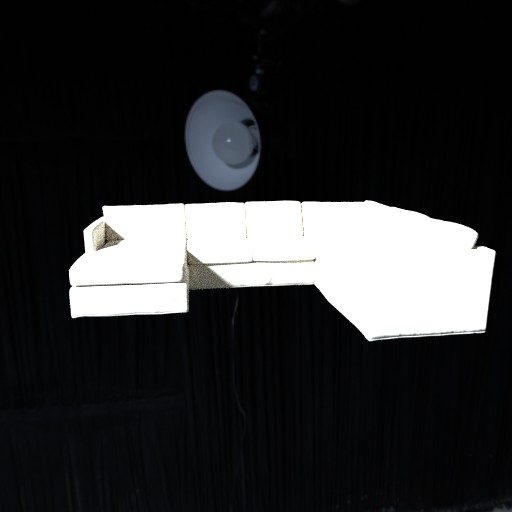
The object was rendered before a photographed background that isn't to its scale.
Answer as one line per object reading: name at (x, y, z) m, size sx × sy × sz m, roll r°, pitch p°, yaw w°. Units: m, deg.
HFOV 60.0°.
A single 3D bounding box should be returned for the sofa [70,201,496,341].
sofa at (0.000, 0.000, 4.441) m, size 3.464 × 0.882 × 2.448 m, roll -2°, pitch 13°, yaw -9°
